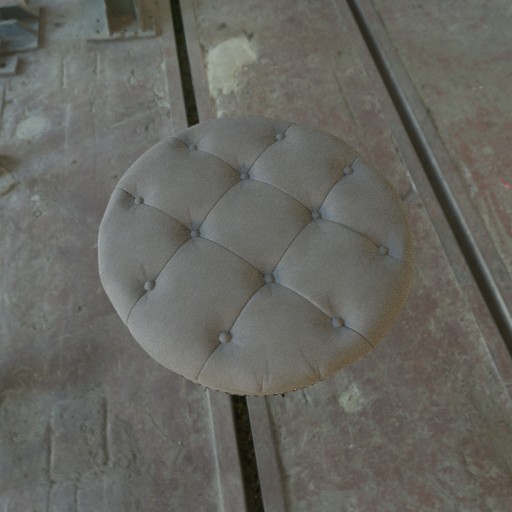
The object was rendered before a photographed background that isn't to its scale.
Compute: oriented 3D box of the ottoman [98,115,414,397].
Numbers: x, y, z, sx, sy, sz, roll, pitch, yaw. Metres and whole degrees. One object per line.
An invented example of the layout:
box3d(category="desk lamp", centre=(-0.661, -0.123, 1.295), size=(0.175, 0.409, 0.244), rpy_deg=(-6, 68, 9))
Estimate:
box3d(category="ottoman", centre=(0.000, 0.000, 1.401), size=(0.901, 0.439, 0.901), rpy_deg=(0, 62, 0))
